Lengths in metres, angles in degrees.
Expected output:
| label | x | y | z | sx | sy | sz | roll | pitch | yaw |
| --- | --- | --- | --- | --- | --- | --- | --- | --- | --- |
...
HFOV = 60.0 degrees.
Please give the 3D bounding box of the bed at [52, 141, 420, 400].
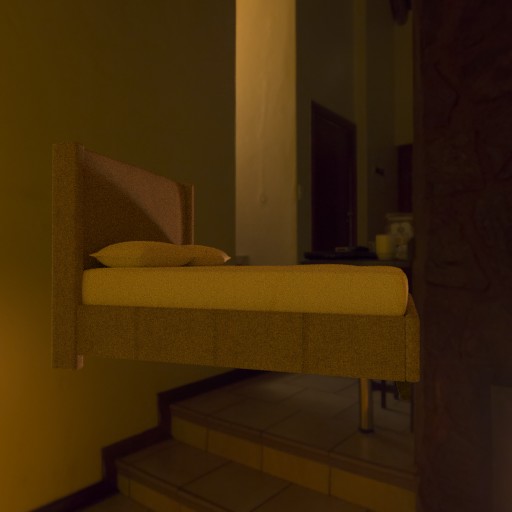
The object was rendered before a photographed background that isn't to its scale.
| label | x | y | z | sx | sy | sz | roll | pitch | yaw |
| --- | --- | --- | --- | --- | --- | --- | --- | --- | --- |
| bed | 0.000 | 0.000 | 3.344 | 2.245 | 1.481 | 1.714 | 0 | -1 | 18 |
